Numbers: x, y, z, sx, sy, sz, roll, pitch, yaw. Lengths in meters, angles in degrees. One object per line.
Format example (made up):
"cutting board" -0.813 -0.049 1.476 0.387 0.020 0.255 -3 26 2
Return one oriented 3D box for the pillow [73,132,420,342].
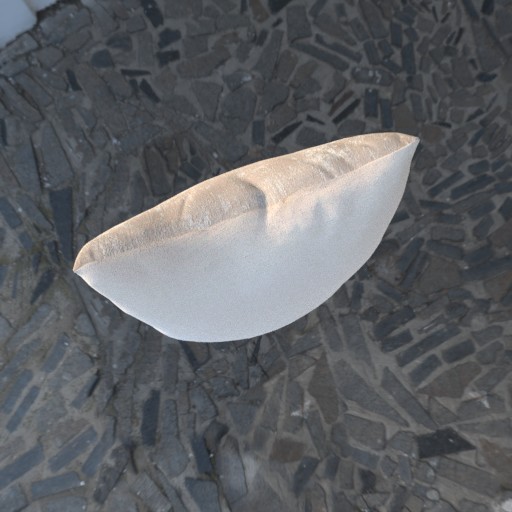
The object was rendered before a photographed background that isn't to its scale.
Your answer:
"pillow" 0.000 0.000 0.732 0.450 0.448 0.245 -19 76 -5
